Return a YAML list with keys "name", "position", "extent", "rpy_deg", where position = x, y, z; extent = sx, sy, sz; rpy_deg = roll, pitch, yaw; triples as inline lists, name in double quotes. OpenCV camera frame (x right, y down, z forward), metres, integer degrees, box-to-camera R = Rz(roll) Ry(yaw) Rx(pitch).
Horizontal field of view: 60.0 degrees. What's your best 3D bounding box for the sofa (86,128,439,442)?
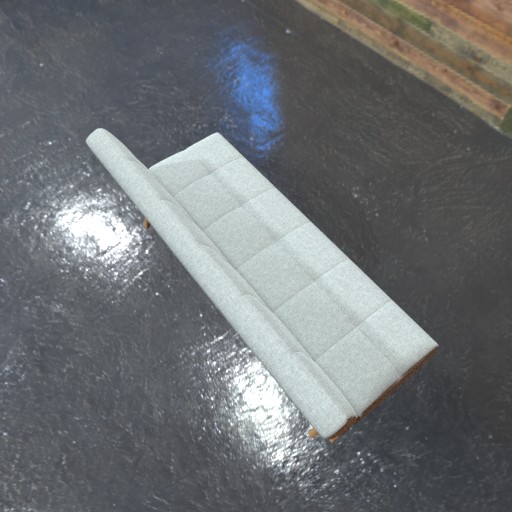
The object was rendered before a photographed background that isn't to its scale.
- name: "sofa"
  position: [0.000, 0.000, 2.282]
  extent: [0.800, 0.800, 1.820]
  rpy_deg: [-33, 64, -19]
